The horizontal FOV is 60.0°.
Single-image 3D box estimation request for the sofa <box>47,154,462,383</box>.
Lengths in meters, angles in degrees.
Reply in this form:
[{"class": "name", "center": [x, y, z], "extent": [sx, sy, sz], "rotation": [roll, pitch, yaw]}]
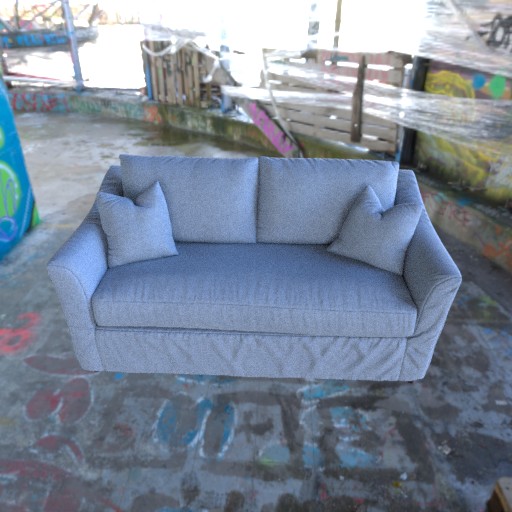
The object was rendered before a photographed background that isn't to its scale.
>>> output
[{"class": "sofa", "center": [0.000, 0.000, 2.641], "extent": [2.010, 1.018, 1.072], "rotation": [1, 30, 2]}]
